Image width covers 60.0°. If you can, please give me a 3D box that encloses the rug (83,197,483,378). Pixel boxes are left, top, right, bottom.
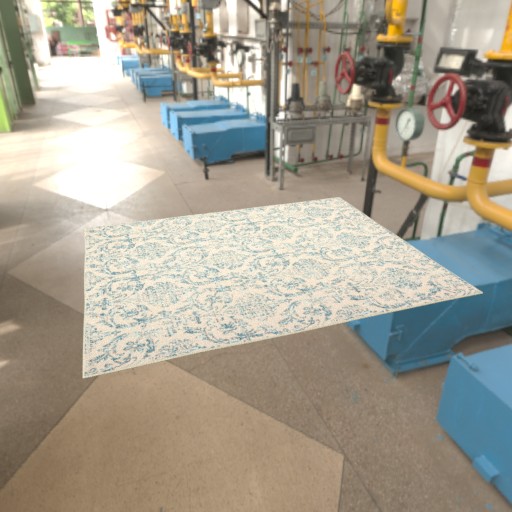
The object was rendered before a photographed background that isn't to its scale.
[{"bbox_3d":[0.000,0.000,4.058,2.980,0.012,2.363,-9,28,-17],"label":"rug"}]
